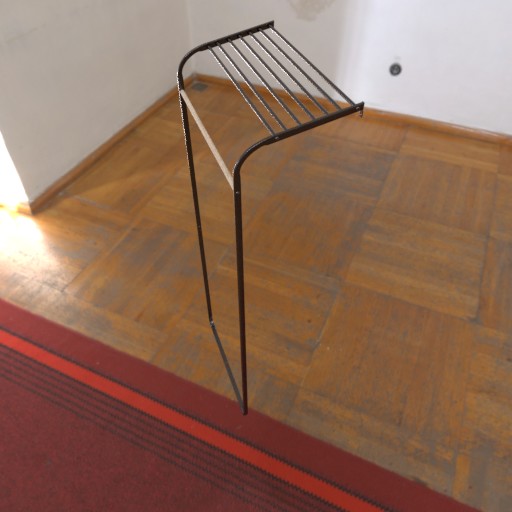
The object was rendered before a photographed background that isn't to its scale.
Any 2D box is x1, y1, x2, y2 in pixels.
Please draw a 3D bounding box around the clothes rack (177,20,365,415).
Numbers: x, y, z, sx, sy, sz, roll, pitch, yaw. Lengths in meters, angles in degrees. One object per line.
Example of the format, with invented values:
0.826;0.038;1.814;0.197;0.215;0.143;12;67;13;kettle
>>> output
0.000;0.000;1.820;0.349;1.574;0.609;-15;49;-14;clothes rack
